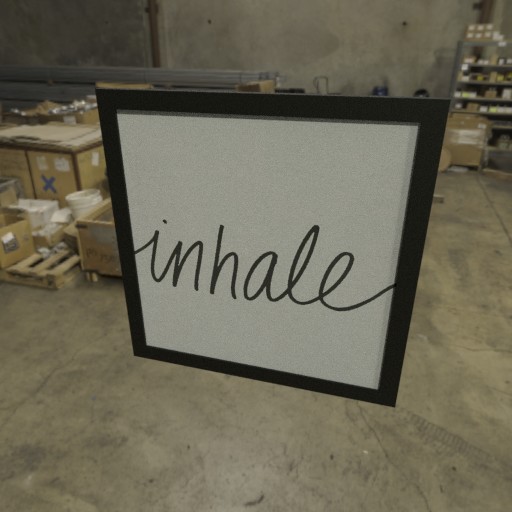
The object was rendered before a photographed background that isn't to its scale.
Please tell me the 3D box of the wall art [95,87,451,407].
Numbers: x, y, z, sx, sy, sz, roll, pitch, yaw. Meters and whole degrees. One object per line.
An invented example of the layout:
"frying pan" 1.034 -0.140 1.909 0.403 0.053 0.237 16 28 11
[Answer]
"wall art" 0.000 0.000 0.512 0.356 0.356 0.013 7 26 15
